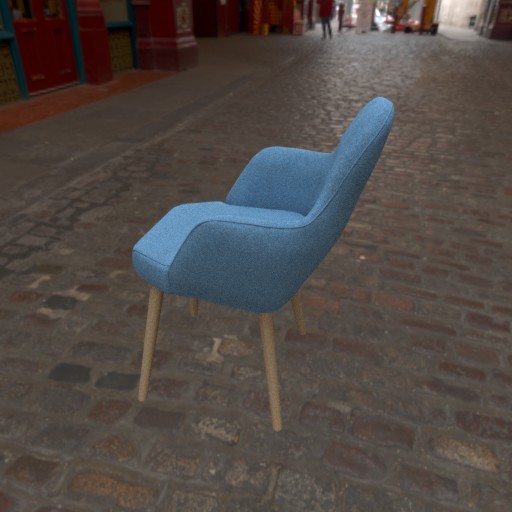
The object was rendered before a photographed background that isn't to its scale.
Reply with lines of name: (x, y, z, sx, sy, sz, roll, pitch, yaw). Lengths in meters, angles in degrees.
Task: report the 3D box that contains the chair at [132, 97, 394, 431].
chair: (0.000, 0.000, 1.322, 0.666, 0.920, 0.589, 8, 31, 13)
